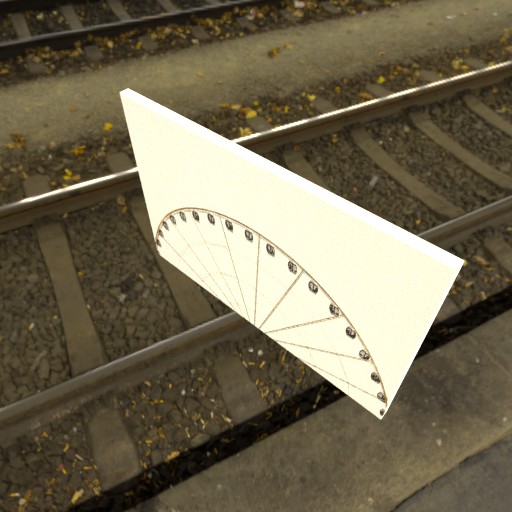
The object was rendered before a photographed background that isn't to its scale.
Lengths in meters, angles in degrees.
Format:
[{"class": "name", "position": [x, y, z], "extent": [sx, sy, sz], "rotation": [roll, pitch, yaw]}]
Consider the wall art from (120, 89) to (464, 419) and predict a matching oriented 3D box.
[{"class": "wall art", "position": [0.000, 0.000, 1.465], "extent": [1.144, 0.767, 0.038], "rotation": [33, 56, 27]}]
